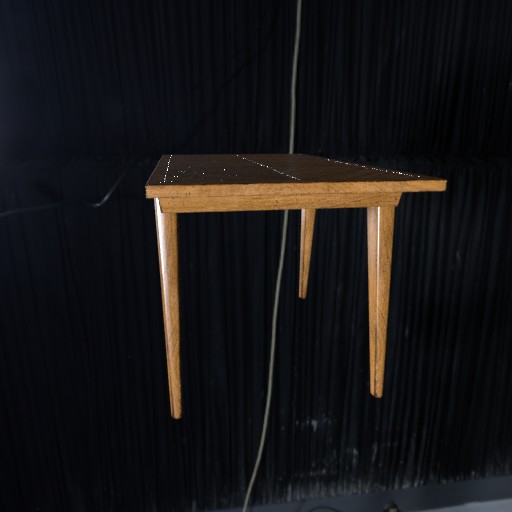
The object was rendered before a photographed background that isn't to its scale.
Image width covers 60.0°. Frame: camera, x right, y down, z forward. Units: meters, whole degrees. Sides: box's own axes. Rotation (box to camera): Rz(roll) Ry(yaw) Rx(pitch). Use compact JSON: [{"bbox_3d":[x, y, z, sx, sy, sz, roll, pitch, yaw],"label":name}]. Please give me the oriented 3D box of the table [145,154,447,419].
[{"bbox_3d":[0.000,0.000,1.845,0.757,0.760,1.400,-3,16,-9],"label":"table"}]
